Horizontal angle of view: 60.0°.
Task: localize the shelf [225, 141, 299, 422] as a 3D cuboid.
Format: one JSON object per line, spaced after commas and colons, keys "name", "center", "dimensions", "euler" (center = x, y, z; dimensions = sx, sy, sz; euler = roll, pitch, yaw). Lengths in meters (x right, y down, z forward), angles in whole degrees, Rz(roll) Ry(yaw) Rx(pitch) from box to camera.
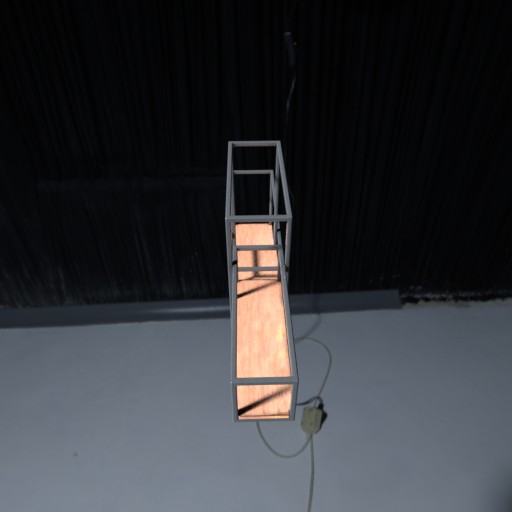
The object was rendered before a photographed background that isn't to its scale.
{"name": "shelf", "center": [0.000, 0.000, 2.160], "dimensions": [0.275, 0.972, 1.781], "euler": [-1, 40, -1]}
